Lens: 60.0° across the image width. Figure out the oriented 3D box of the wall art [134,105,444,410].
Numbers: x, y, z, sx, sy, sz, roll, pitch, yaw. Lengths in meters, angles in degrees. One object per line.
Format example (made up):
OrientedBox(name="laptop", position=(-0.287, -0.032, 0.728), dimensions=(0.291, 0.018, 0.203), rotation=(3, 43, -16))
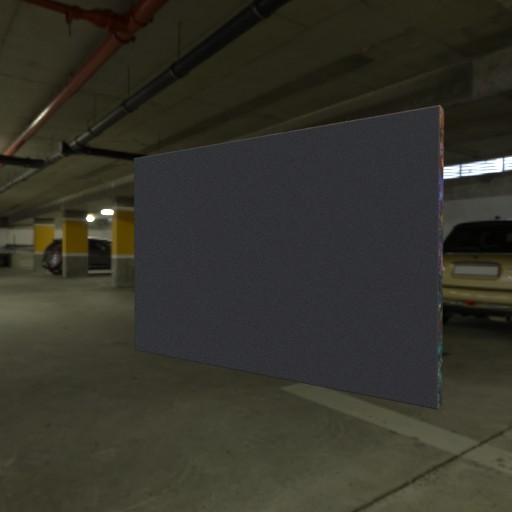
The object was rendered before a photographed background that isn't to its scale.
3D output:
OrientedBox(name="wall art", position=(0.000, 0.000, 1.153), dimensions=(0.908, 0.604, 0.037), rotation=(1, 1, 35))
